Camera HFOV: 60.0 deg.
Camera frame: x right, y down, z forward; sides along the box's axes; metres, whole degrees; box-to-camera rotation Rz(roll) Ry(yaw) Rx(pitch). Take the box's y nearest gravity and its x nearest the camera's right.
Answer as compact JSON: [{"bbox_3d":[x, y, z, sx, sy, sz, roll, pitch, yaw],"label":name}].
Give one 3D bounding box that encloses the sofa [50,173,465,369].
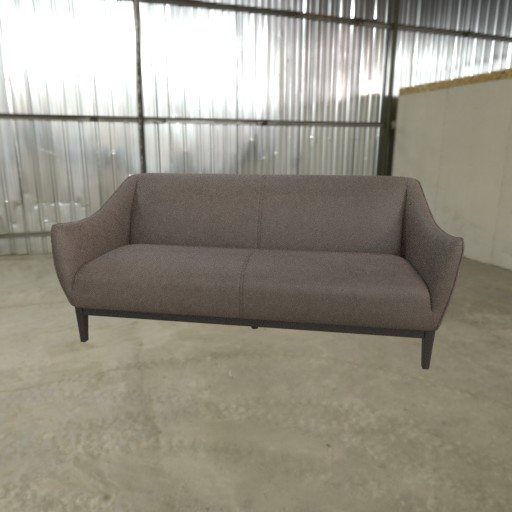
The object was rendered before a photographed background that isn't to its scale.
[{"bbox_3d":[0.000,0.000,2.440,1.928,0.831,0.869,2,15,9],"label":"sofa"}]
